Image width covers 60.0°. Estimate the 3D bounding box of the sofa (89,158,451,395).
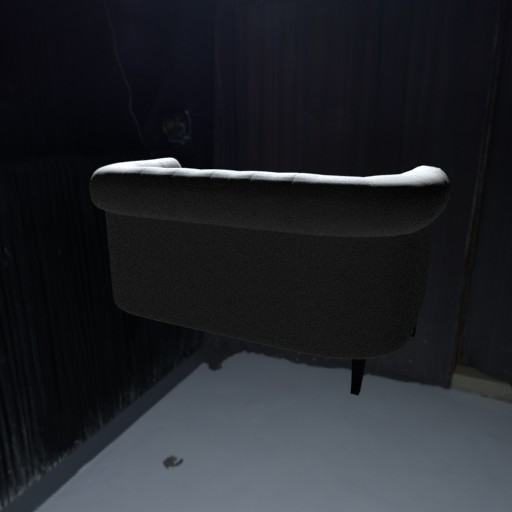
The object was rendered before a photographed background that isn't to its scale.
[{"bbox_3d":[0.000,0.000,2.037,1.558,0.827,0.835,8,17,25],"label":"sofa"}]
